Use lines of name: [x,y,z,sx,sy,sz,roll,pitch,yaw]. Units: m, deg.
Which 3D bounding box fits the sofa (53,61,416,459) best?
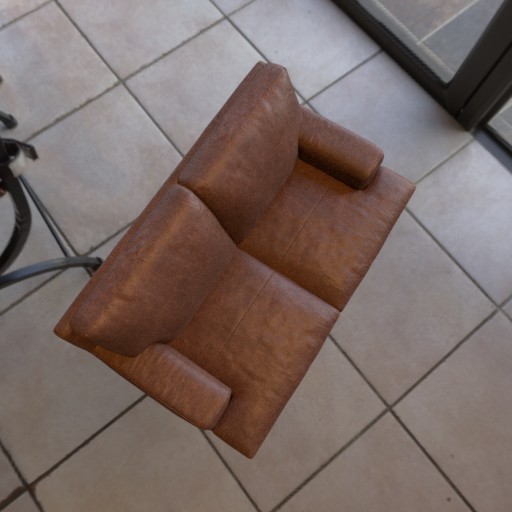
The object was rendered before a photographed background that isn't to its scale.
sofa: [0.000,0.000,2.473,1.143,0.939,1.880,32,77,8]
